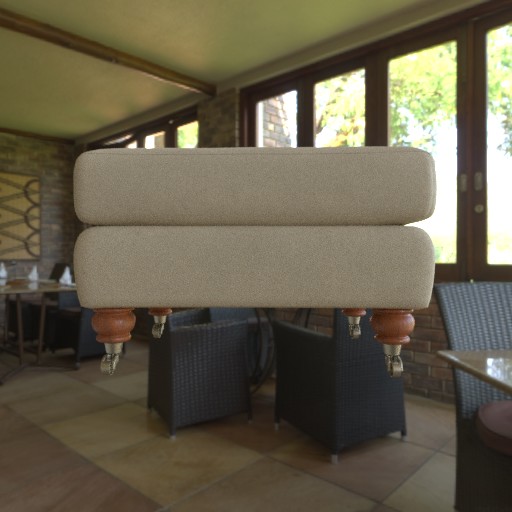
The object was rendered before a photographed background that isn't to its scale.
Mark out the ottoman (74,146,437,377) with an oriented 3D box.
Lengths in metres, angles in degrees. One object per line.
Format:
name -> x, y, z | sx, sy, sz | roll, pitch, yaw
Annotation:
ottoman -> 0.000, 0.000, 1.176 | 0.773, 0.504, 0.569 | 0, 0, 1
